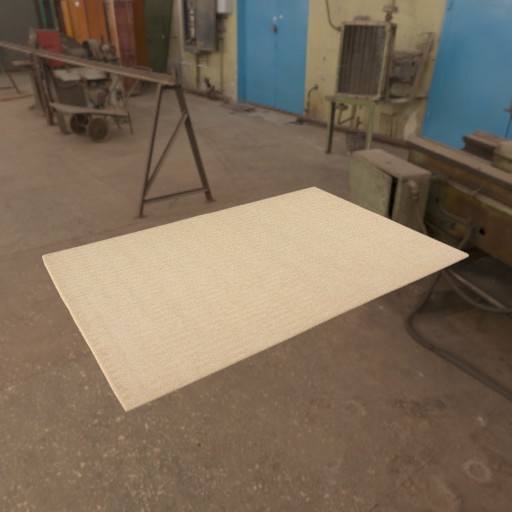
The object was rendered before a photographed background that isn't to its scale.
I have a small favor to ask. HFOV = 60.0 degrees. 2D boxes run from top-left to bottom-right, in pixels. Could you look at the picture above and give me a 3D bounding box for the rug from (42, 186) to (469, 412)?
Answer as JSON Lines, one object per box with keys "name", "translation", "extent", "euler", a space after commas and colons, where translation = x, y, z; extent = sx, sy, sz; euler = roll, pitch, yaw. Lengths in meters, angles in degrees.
{"name": "rug", "translation": [0.000, 0.000, 2.288], "extent": [1.848, 0.014, 1.238], "euler": [-18, 34, -29]}
